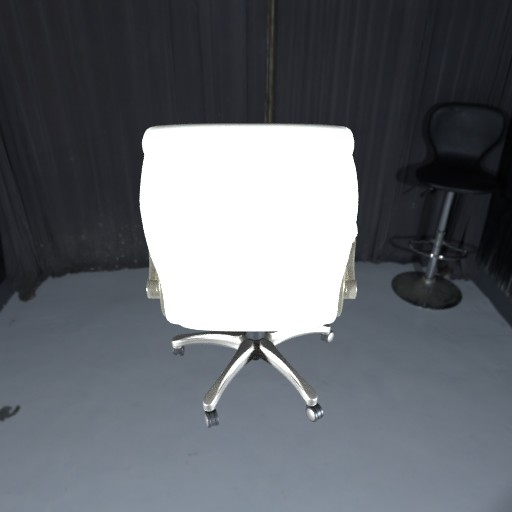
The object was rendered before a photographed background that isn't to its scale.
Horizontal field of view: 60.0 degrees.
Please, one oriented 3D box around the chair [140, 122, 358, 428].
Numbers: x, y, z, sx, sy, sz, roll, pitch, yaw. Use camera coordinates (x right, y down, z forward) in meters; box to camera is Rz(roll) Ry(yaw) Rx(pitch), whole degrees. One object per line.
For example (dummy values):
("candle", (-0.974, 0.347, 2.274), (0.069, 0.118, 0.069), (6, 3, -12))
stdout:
("chair", (0.000, 0.000, 1.619), (0.740, 1.110, 0.794), (-2, 30, -3))
